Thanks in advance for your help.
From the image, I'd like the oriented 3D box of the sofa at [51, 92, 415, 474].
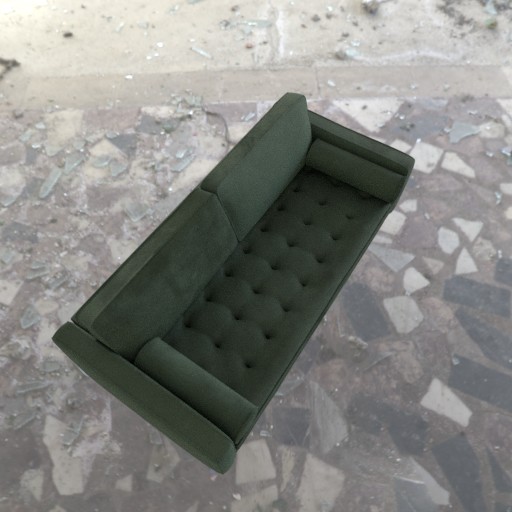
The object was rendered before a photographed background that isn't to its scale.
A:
[{"bbox_3d":[0.000,0.000,2.318,0.916,0.772,1.880,30,63,17],"label":"sofa"}]
